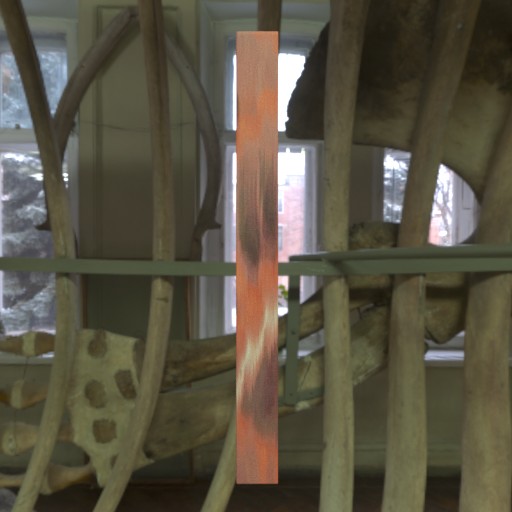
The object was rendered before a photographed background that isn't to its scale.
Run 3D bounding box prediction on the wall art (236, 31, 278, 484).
[{"bbox_3d":[0.000,0.000,0.598,0.038,0.406,0.403,0,1,0],"label":"wall art"}]
